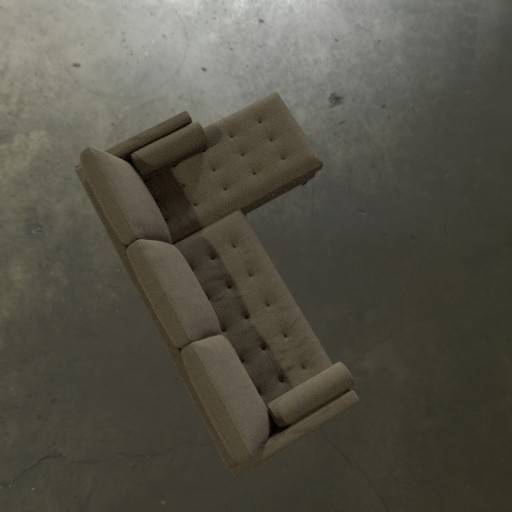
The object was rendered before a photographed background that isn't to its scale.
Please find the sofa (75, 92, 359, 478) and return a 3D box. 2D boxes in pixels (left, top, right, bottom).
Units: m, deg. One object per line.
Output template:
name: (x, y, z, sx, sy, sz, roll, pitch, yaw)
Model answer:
sofa: (0.000, 0.000, 2.920, 1.506, 0.875, 2.178, -29, 78, -7)
